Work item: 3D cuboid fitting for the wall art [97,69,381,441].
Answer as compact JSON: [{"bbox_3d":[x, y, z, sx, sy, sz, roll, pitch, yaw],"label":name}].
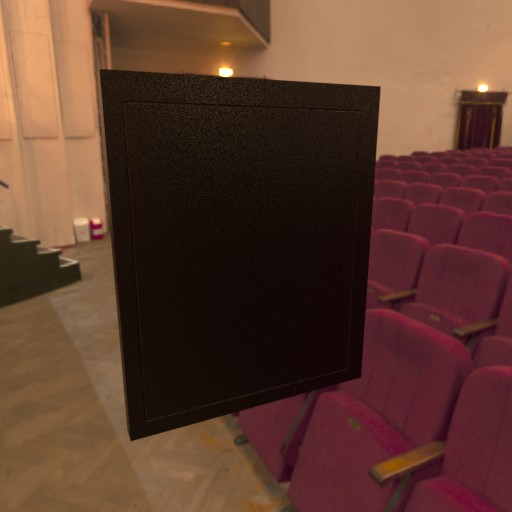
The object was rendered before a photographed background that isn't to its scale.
[{"bbox_3d":[0.000,0.000,0.751,0.461,0.558,0.031,-7,16,-25],"label":"wall art"}]
